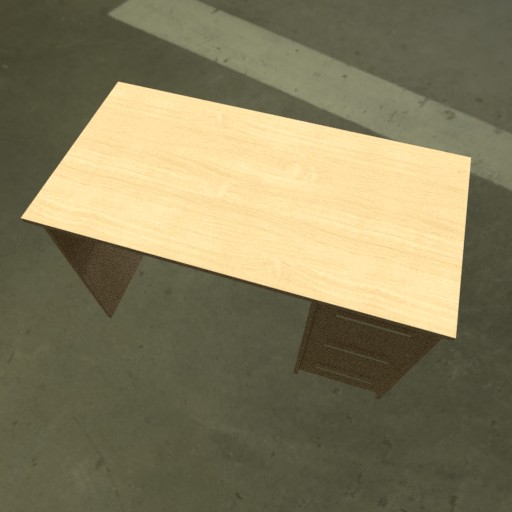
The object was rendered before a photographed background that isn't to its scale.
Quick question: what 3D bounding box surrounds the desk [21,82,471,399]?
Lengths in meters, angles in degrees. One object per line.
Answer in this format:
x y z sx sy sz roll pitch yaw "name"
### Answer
0.000 0.000 1.512 1.097 0.735 0.560 15 60 9 "desk"
